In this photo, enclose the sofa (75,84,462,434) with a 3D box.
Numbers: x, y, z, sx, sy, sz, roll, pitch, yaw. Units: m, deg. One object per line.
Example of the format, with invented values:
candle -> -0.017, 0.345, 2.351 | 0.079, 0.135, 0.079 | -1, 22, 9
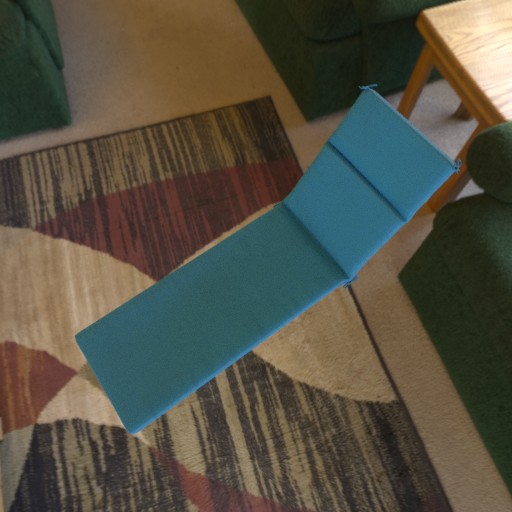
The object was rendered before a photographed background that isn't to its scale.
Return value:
sofa -> 0.000, 0.000, 1.884 | 1.663, 0.622, 0.582 | -34, 70, -14
